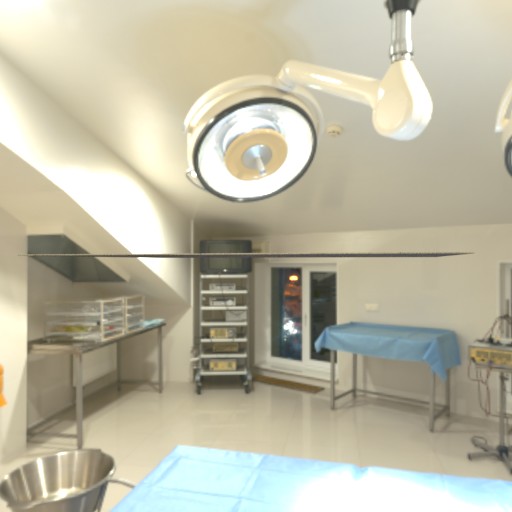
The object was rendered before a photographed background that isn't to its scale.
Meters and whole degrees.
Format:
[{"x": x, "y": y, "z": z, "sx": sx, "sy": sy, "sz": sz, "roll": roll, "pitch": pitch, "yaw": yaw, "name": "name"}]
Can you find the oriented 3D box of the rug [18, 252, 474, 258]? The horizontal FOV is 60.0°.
[{"x": 0.000, "y": 0.000, "z": 2.259, "sx": 1.827, "sy": 0.005, "sz": 1.229, "roll": 0, "pitch": -1, "yaw": 17, "name": "rug"}]
